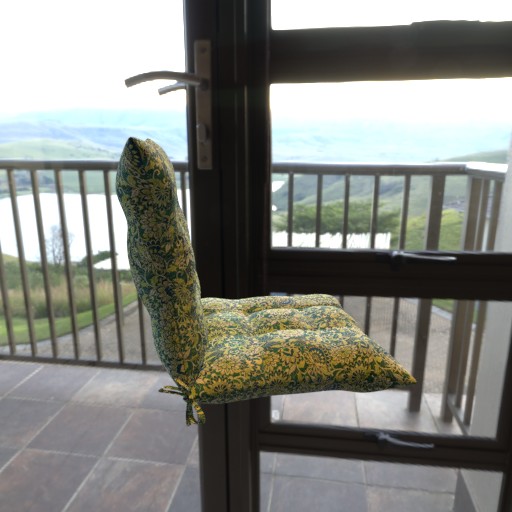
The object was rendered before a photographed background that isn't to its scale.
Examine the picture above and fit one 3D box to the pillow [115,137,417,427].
[{"bbox_3d":[0.000,0.000,1.035,0.585,0.536,0.541,-2,14,-9],"label":"pillow"}]
